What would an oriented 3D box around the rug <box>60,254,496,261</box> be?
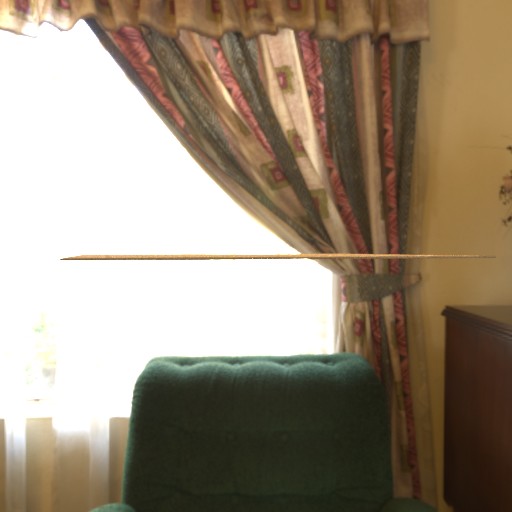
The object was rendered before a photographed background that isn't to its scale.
[{"bbox_3d":[0.000,0.000,3.817,2.895,0.018,2.288,0,1,-19],"label":"rug"}]
